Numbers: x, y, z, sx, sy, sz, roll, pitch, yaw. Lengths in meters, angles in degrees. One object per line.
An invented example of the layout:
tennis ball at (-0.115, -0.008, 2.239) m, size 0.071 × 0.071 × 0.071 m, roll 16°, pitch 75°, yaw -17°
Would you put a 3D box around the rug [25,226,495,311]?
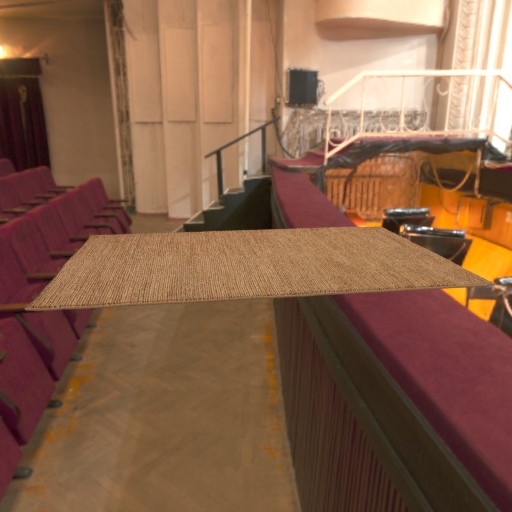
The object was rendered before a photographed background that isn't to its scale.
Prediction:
rug at (0.000, 0.000, 2.979) m, size 2.438 × 0.034 × 1.521 m, roll -2°, pitch 16°, yaw -8°
